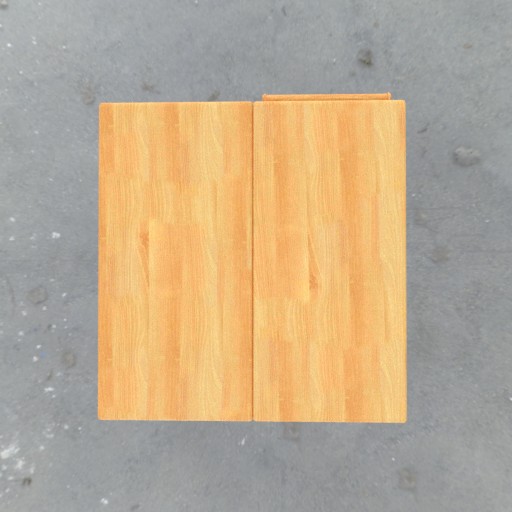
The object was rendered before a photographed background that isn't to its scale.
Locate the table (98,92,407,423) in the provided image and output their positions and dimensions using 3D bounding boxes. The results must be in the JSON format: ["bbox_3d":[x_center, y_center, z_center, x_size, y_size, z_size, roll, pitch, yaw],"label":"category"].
[{"bbox_3d":[0.000,0.000,1.407,0.693,0.832,0.752,0,89,2],"label":"table"}]
